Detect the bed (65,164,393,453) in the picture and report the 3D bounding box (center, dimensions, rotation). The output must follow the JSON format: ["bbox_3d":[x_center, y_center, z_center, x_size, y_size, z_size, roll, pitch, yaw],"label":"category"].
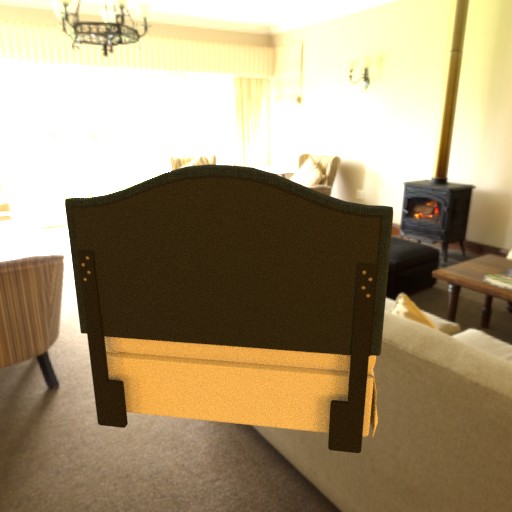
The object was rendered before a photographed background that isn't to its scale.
[{"bbox_3d":[0.000,0.000,3.299,1.713,1.518,2.153,3,17,9],"label":"bed"}]
